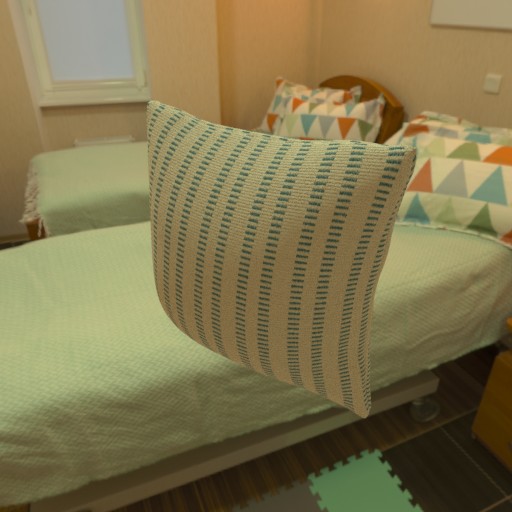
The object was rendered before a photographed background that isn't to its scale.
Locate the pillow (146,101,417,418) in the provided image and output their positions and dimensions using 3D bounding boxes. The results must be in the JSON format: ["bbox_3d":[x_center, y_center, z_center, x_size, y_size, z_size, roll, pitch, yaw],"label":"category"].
[{"bbox_3d":[0.000,0.000,0.691,0.438,0.419,0.247,21,36,32],"label":"pillow"}]
